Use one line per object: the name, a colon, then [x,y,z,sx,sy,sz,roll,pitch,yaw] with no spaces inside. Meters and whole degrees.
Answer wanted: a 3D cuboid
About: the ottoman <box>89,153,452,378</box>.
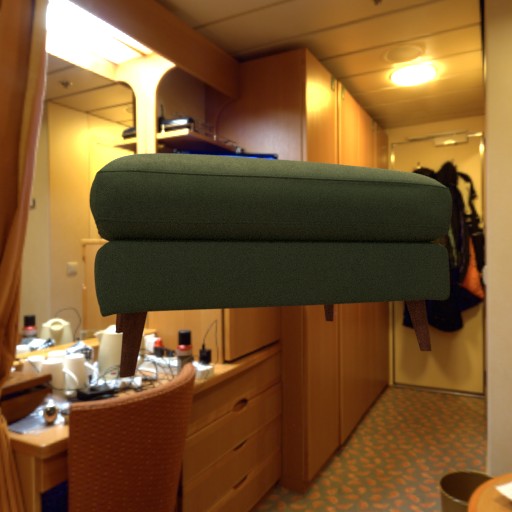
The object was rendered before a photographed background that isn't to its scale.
ottoman: [0.000,0.000,1.173,0.811,0.449,0.608,0,1,-19]
